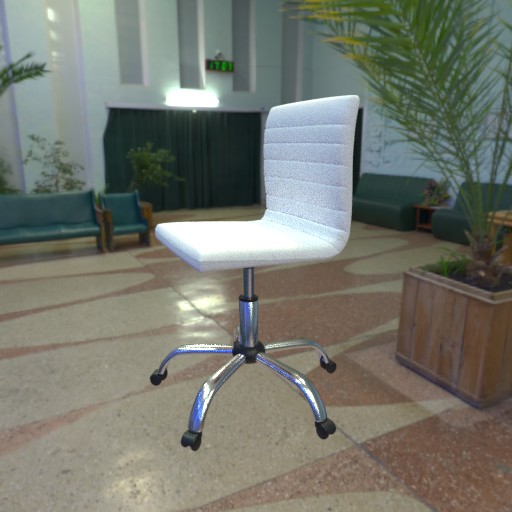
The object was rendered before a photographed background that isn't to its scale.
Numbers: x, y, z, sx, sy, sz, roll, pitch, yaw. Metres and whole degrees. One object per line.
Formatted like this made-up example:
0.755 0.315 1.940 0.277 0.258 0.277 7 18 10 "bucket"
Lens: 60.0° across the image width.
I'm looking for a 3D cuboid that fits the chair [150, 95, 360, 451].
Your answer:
0.000 0.000 1.158 0.530 0.780 0.556 -7 16 -25 "chair"
